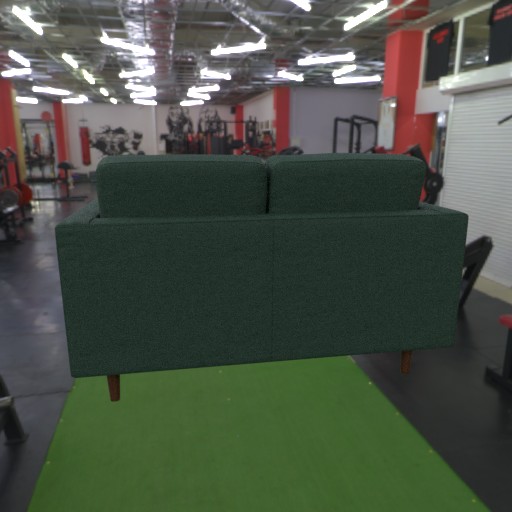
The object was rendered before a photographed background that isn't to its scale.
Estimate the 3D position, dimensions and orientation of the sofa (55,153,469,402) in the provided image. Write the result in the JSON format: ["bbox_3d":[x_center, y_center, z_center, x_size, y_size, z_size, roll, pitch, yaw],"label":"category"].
[{"bbox_3d":[0.000,0.000,1.970,1.430,0.899,0.879,-2,14,-10],"label":"sofa"}]
